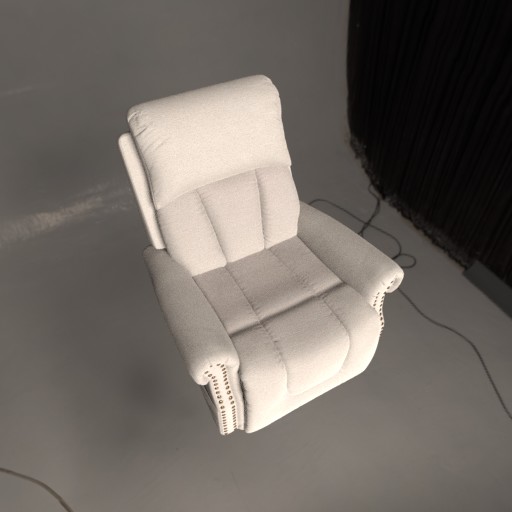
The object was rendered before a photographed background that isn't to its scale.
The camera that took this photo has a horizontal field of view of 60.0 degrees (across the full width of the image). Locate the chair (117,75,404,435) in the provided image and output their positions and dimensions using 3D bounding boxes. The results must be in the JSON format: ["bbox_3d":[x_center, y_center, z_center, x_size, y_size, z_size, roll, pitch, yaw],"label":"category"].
[{"bbox_3d":[0.000,0.000,1.766,0.871,1.031,0.979,-22,51,-19],"label":"chair"}]
